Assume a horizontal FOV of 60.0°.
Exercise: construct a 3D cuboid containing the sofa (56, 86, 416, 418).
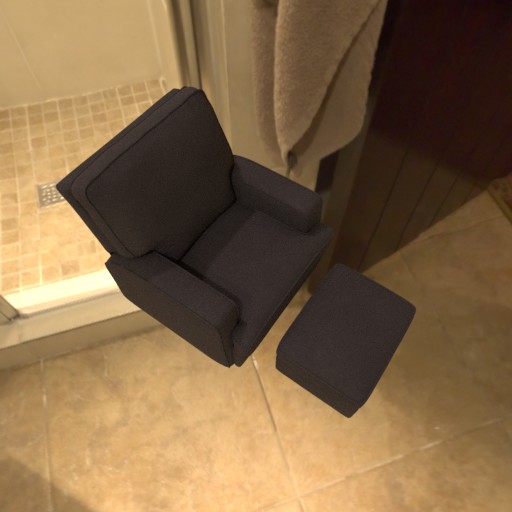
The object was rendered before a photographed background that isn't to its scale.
[{"bbox_3d":[0.000,0.000,2.036,1.472,0.959,0.861,31,63,17],"label":"sofa"}]
